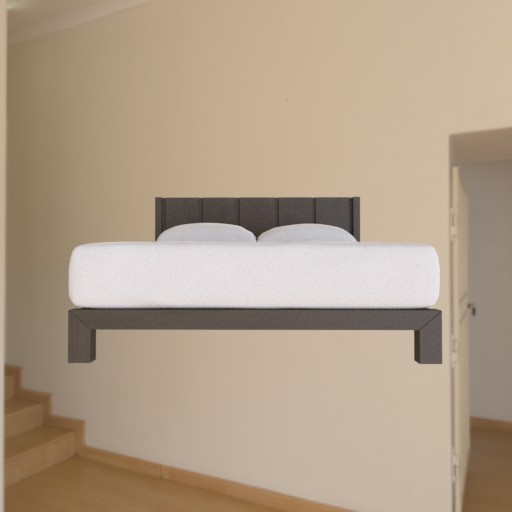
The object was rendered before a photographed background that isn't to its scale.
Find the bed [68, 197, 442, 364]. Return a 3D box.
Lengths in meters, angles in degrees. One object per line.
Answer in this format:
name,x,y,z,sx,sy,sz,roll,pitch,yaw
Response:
bed,0.000,0.000,3.624,2.143,1.261,2.238,0,-1,1
